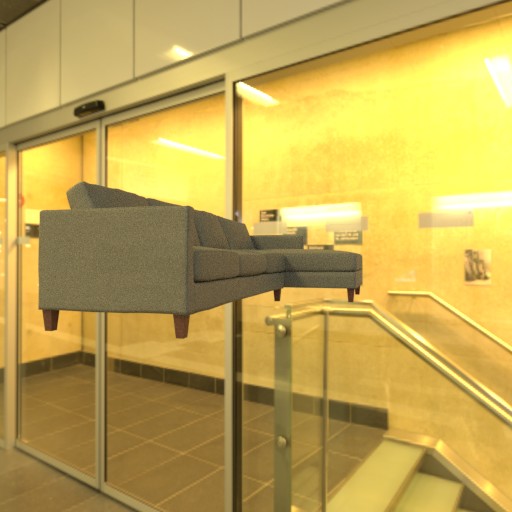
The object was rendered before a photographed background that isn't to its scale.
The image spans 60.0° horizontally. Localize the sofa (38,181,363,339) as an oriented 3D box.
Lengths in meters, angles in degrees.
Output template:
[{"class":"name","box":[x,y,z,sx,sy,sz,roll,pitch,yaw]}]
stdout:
[{"class":"sofa","box":[0.000,0.000,3.783,1.625,0.861,3.186,0,0,17]}]
